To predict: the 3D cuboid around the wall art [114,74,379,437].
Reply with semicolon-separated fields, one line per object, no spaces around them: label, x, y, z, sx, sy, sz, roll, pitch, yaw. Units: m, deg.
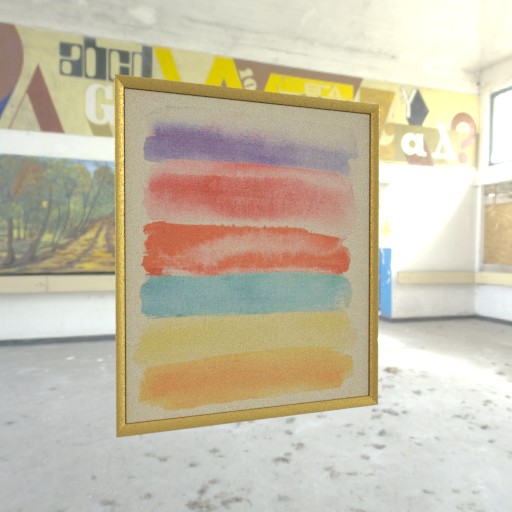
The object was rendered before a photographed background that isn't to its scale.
wall art;0.000;0.000;0.887;0.537;0.642;0.048;0;1;-18
